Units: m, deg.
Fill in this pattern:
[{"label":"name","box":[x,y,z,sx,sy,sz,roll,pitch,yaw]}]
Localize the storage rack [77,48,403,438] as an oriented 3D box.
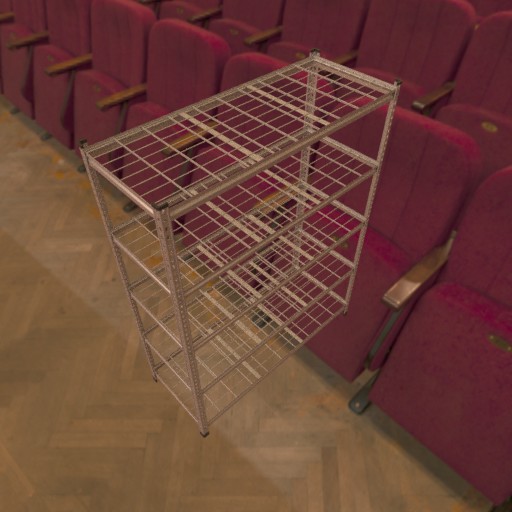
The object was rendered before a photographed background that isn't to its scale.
[{"label":"storage rack","box":[0.000,0.000,2.789,1.524,1.981,0.610,-34,54,-29]}]
